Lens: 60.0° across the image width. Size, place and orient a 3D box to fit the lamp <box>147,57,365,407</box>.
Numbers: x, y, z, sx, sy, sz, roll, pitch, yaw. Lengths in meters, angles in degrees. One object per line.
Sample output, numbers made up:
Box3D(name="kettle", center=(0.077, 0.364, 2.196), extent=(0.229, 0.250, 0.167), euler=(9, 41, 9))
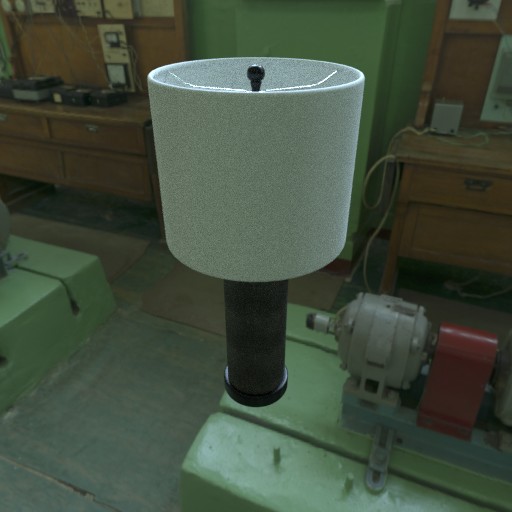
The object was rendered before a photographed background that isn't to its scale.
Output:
Box3D(name="lamp", center=(0.000, 0.000, 0.791), extent=(0.305, 0.634, 0.305), euler=(11, 33, 18))
